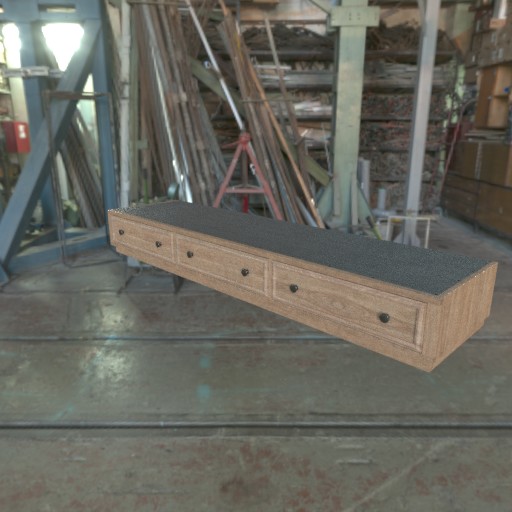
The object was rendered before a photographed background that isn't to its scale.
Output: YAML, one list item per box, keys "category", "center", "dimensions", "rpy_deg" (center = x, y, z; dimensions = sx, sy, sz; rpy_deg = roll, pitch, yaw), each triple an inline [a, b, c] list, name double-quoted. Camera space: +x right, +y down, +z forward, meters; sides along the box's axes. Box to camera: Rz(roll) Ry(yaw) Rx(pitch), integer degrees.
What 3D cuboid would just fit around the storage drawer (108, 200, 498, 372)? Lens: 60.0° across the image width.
- category: "storage drawer"
  center: [0.000, 0.000, 2.207]
  dimensions: [2.032, 0.264, 0.538]
  rpy_deg: [16, 23, 42]
